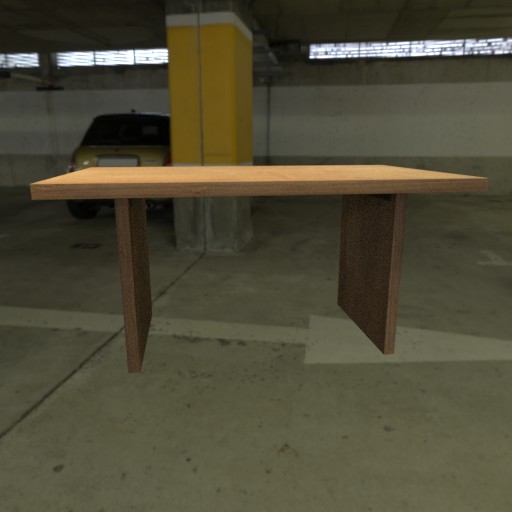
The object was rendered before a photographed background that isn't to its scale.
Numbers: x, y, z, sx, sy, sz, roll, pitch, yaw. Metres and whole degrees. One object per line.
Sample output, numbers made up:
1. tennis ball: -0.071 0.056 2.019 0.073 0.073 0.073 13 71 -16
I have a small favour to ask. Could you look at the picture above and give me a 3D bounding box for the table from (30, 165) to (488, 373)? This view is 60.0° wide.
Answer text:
1. table: 0.000 0.000 2.085 1.609 0.780 0.946 -2 15 -8
